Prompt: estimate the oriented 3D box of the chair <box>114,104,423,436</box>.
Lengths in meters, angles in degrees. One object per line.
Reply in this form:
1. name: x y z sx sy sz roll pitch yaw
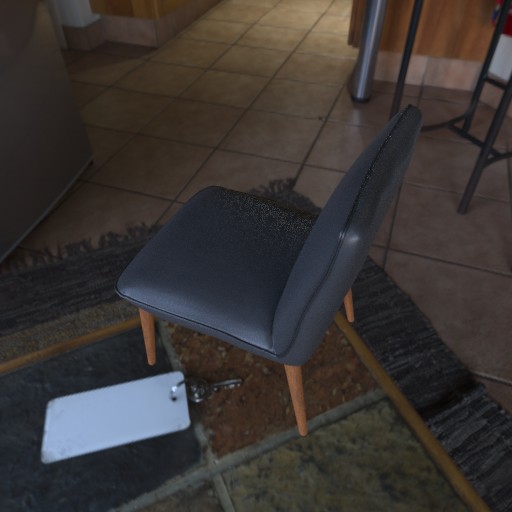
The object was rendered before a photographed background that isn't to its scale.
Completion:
1. chair: 0.000 0.000 1.202 0.645 0.801 0.543 16 48 15
